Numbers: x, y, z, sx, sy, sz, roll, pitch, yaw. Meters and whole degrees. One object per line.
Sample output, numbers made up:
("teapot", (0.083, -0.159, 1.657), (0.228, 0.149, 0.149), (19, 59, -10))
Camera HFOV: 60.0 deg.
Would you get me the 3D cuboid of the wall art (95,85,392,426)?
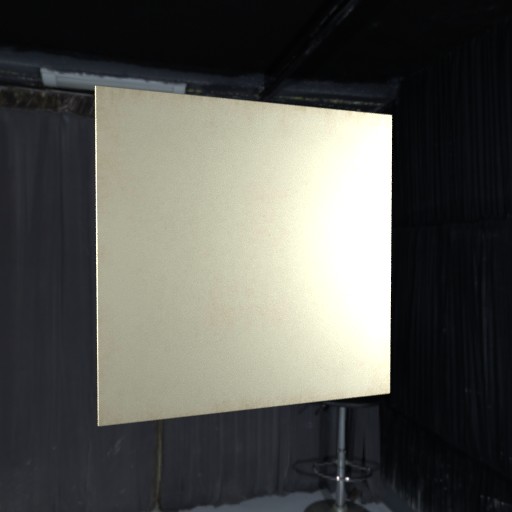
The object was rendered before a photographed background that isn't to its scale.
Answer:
("wall art", (0.000, 0.000, 0.744), (0.503, 0.506, 0.030), (0, 1, -17))
